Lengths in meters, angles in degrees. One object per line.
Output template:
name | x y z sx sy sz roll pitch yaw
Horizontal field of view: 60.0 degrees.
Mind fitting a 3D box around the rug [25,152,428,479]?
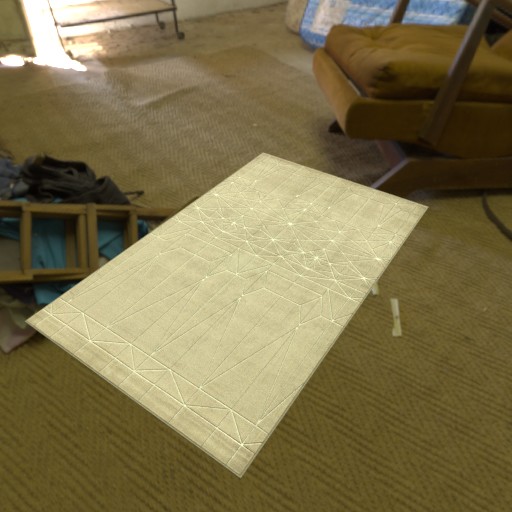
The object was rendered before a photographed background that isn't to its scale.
rug | 0.000 0.000 2.959 1.524 0.012 2.438 24 47 25
